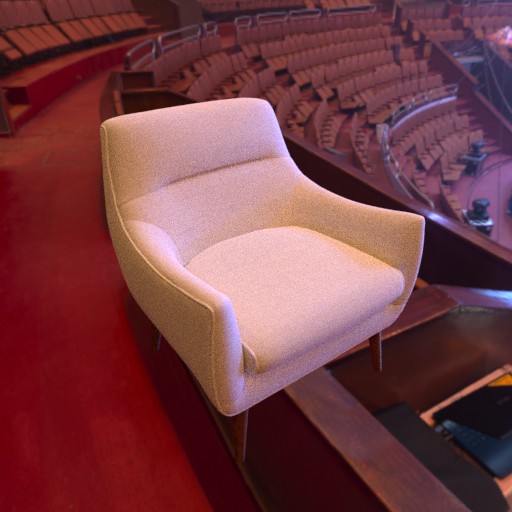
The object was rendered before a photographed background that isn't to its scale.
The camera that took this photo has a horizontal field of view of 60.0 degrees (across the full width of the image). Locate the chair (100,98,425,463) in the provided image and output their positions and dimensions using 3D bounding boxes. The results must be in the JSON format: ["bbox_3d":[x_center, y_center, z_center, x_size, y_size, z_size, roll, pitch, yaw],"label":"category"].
[{"bbox_3d":[0.000,0.000,1.429,0.762,0.838,0.787,-21,36,-31],"label":"chair"}]
